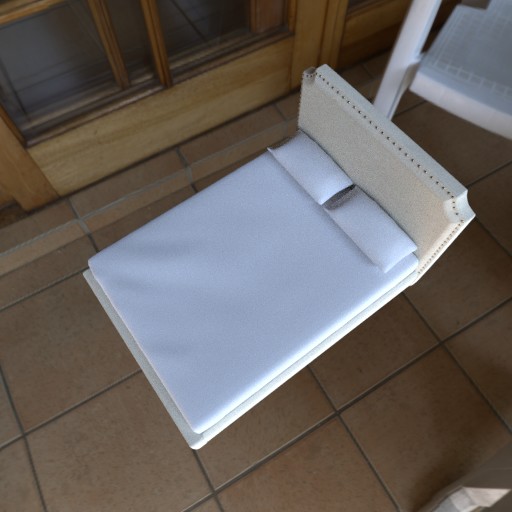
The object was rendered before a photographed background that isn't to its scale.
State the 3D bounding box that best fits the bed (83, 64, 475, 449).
[{"bbox_3d":[0.000,0.000,3.476,2.381,1.457,1.713,-34,69,-15],"label":"bed"}]
